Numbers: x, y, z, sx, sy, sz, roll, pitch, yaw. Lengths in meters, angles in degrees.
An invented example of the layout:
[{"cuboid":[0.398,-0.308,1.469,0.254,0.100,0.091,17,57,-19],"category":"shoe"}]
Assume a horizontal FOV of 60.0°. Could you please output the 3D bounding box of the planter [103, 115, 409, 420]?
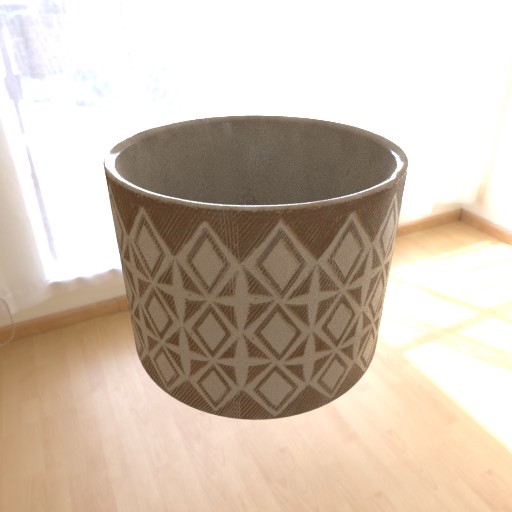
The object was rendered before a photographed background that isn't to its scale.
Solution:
[{"cuboid":[0.000,0.000,0.333,0.193,0.165,0.193,0,30,0],"category":"planter"}]
